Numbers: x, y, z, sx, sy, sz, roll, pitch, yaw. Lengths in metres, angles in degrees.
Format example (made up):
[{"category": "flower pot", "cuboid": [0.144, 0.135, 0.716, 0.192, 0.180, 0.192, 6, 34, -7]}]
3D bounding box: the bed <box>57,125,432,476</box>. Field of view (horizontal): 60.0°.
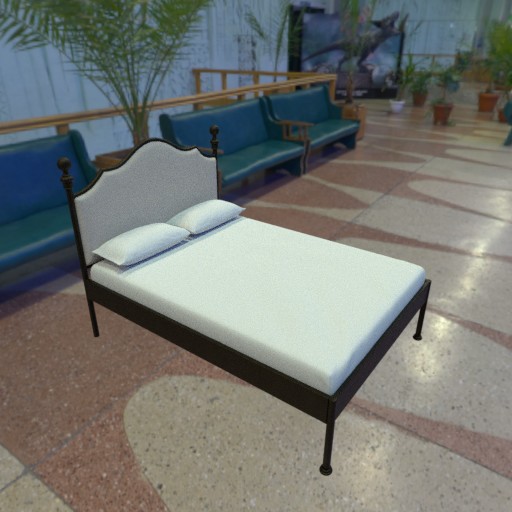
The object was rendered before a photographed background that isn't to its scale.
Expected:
[{"category": "bed", "cuboid": [0.000, 0.000, 3.334, 2.224, 1.499, 1.642, 18, 32, 32]}]
